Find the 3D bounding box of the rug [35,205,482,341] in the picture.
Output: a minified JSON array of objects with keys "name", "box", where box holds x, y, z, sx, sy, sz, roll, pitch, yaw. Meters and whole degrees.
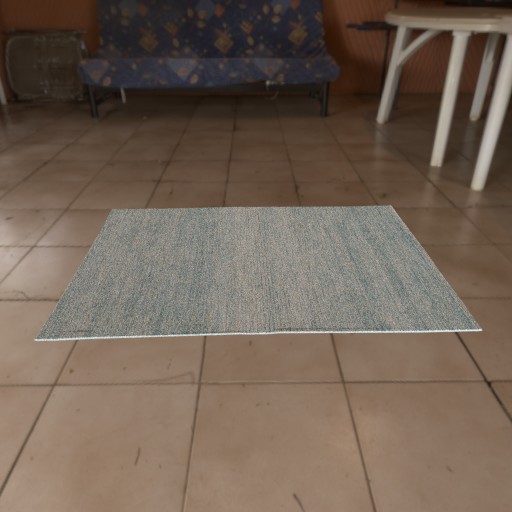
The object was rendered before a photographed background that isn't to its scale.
[{"name":"rug","box":[0.000,0.000,2.954,2.306,0.030,1.613,-1,30,-1]}]
